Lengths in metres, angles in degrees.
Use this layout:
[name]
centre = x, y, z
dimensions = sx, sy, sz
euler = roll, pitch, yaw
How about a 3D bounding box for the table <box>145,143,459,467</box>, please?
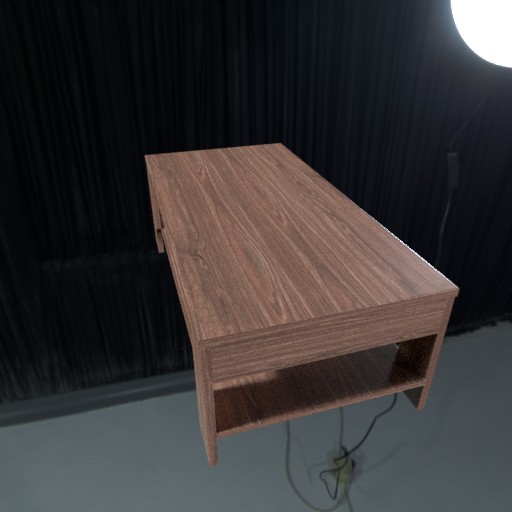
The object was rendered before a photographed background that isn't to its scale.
[table]
centre = 0.000, 0.000, 1.528
dimensions = 0.600, 0.400, 1.200
euler = -9, 32, -15
